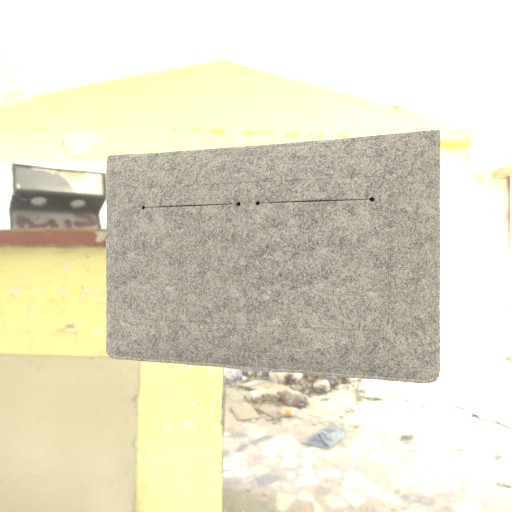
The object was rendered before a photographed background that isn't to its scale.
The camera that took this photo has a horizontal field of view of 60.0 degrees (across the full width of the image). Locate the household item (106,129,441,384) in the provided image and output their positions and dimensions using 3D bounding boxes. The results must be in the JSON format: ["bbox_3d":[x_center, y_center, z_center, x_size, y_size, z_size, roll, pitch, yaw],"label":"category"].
[{"bbox_3d":[0.000,0.000,0.435,0.335,0.221,0.057,0,0,17],"label":"household item"}]
